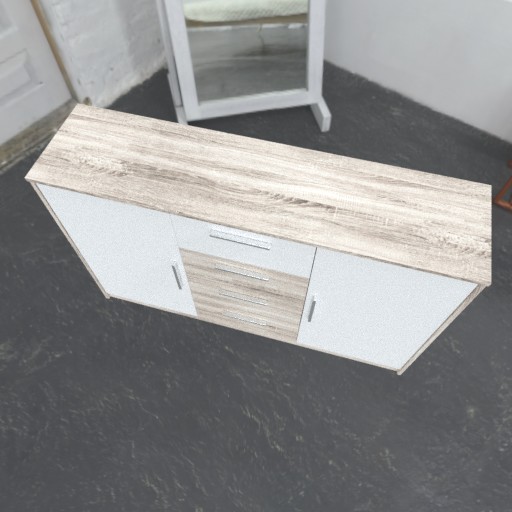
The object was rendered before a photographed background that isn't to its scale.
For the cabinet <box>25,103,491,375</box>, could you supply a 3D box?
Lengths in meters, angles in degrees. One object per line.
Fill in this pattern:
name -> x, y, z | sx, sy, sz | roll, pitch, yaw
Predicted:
cabinet -> 0.000, 0.000, 1.801 | 1.450, 0.900, 0.380 | 13, 60, 8
